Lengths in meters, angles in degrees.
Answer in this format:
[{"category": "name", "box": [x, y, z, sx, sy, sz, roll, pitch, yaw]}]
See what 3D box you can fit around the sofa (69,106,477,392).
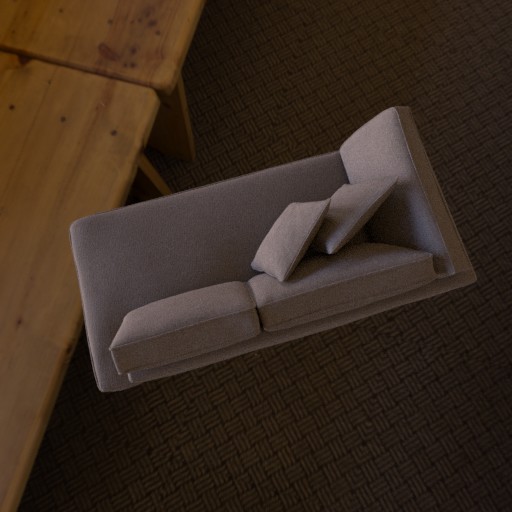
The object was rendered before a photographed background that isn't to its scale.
[{"category": "sofa", "box": [0.000, 0.000, 2.770, 2.237, 1.033, 1.110, -16, 78, -3]}]
